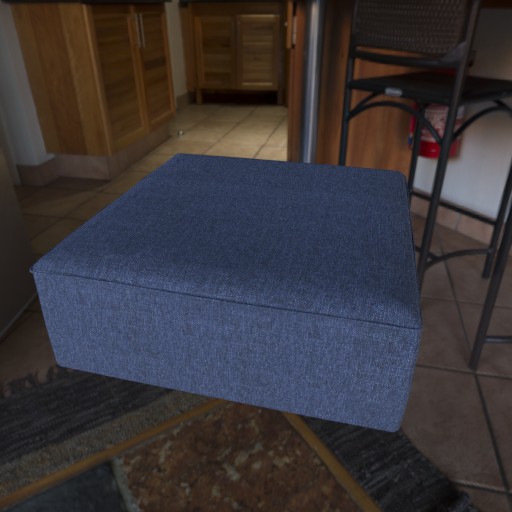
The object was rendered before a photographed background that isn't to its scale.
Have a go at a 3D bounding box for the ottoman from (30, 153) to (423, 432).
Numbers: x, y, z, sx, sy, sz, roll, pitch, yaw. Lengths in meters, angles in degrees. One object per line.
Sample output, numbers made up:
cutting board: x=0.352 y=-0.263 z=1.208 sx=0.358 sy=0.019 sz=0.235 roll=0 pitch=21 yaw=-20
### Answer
ottoman: x=0.000 y=0.000 z=1.562 sx=1.023 sy=0.423 sz=1.017 roll=8 pitch=31 yaw=13
